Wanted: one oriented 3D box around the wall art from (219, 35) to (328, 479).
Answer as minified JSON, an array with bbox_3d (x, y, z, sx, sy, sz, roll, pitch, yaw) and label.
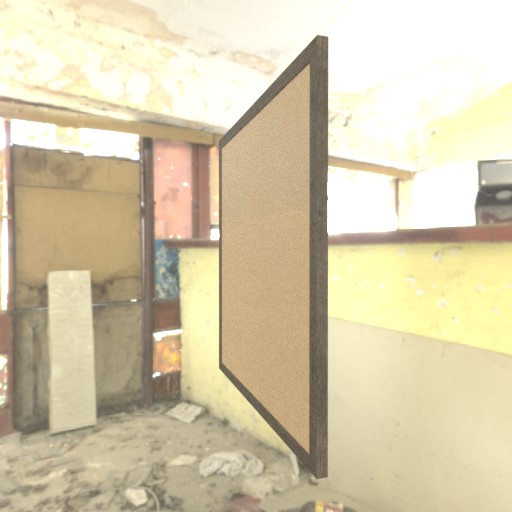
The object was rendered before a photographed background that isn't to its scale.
[{"bbox_3d":[0.000,0.000,0.675,0.013,0.457,0.457,0,1,-17],"label":"wall art"}]
